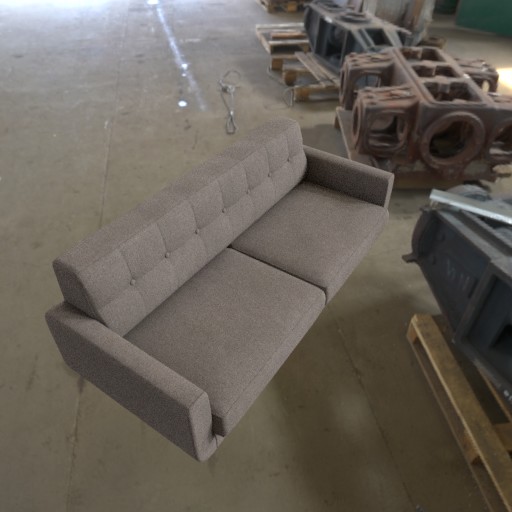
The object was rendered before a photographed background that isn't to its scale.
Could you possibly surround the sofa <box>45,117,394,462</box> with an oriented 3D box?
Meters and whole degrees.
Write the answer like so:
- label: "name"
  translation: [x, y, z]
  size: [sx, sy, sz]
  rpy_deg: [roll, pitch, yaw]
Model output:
- label: "sofa"
  translation: [0.000, 0.000, 2.495]
  size: [0.909, 0.841, 2.029]
  rpy_deg: [24, 46, 25]
